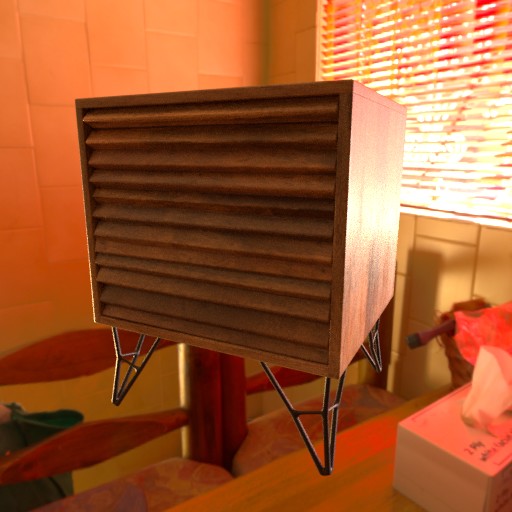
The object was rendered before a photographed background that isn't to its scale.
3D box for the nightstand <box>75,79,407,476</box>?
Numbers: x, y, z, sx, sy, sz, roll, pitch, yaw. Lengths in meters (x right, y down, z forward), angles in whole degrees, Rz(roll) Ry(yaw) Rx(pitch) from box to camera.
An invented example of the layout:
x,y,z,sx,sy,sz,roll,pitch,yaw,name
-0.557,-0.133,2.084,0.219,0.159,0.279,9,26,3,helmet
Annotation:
x,y,z,sx,sy,sz,roll,pitch,yaw,name
0.000,0.000,0.853,0.457,0.559,0.406,7,15,26,nightstand
